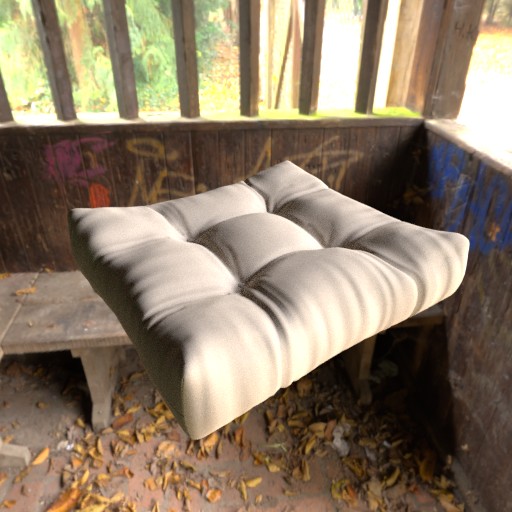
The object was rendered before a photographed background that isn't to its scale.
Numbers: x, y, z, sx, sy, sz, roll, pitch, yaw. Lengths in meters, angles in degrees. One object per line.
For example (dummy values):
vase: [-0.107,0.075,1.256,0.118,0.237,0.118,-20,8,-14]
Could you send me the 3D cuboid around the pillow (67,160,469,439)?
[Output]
pillow: [0.000,0.000,0.724,0.490,0.128,0.468,-20,37,-29]
